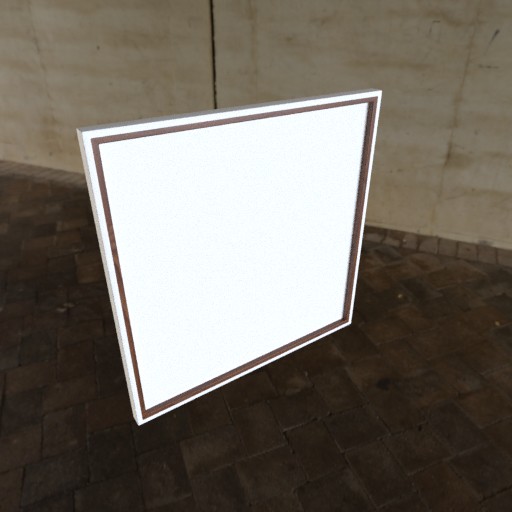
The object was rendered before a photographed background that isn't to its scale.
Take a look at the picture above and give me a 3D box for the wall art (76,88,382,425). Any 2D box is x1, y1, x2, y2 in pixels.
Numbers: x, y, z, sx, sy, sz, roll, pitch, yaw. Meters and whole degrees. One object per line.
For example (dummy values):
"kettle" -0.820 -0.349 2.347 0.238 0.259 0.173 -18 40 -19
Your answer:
"wall art" 0.000 0.000 1.541 1.009 1.009 0.049 -18 35 -29
